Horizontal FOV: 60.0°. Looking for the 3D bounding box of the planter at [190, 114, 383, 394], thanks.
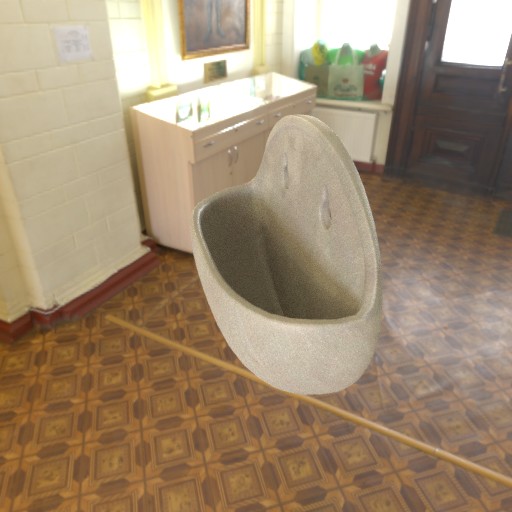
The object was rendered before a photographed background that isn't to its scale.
[{"bbox_3d":[0.000,0.000,0.277,0.073,0.164,0.190,-8,30,-14],"label":"planter"}]
